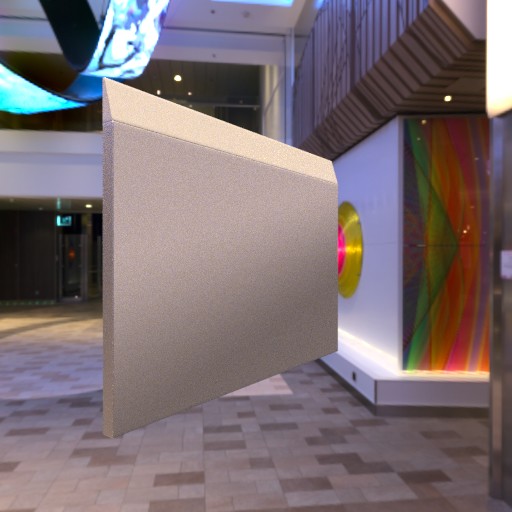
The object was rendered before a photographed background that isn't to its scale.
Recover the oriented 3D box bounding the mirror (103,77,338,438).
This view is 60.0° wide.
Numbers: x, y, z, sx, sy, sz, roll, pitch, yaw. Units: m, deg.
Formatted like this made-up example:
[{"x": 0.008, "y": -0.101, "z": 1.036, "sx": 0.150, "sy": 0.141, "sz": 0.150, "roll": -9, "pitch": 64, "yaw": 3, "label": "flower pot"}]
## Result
[{"x": 0.000, "y": 0.000, "z": 1.123, "sx": 0.030, "sy": 0.630, "sz": 0.870, "roll": 0, "pitch": 0, "yaw": 37, "label": "mirror"}]
